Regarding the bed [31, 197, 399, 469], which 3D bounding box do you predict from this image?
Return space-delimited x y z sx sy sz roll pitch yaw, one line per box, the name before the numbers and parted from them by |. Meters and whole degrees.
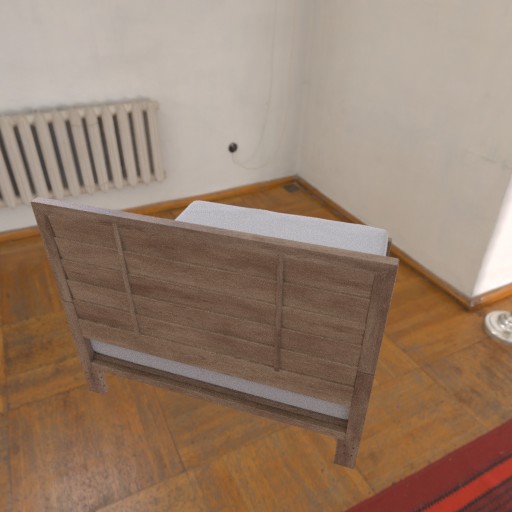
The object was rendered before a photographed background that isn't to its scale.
bed | 0.000 0.000 3.519 2.032 1.626 2.062 10 35 15
